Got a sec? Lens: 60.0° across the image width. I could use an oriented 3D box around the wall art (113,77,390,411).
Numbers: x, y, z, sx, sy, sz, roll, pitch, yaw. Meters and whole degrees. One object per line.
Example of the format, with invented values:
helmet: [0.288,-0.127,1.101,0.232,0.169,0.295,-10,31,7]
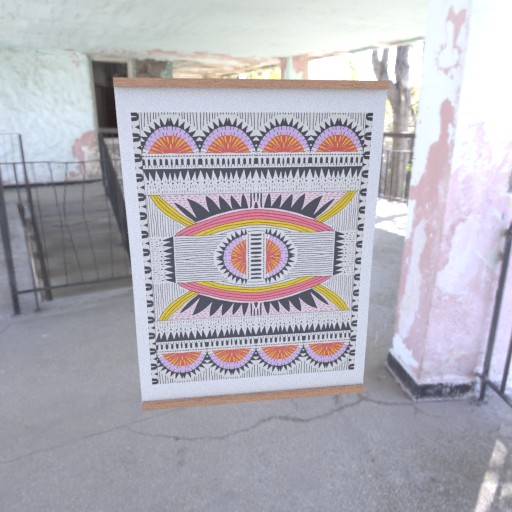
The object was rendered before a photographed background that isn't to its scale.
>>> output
wall art: [0.000,0.000,0.822,0.456,0.609,0.028,-2,17,-7]
